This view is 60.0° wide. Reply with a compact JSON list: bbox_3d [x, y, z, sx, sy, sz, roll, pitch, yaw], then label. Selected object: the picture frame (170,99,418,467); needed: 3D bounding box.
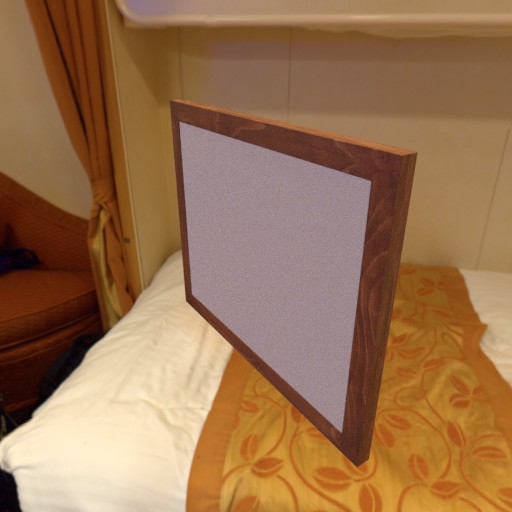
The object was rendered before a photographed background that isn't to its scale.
[{"bbox_3d":[0.000,0.000,0.762,0.025,0.457,0.559,-17,30,-31],"label":"picture frame"}]
